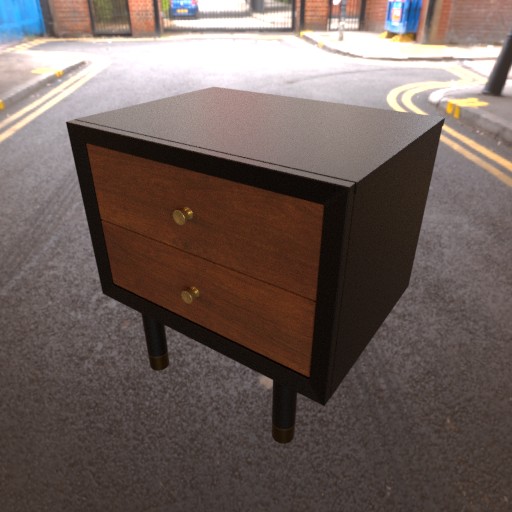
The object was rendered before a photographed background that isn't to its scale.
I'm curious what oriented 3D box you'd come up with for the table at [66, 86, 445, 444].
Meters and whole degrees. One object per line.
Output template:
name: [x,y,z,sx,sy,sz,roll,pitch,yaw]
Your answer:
table: [0.000,0.000,0.968,0.564,0.584,0.441,19,36,29]
